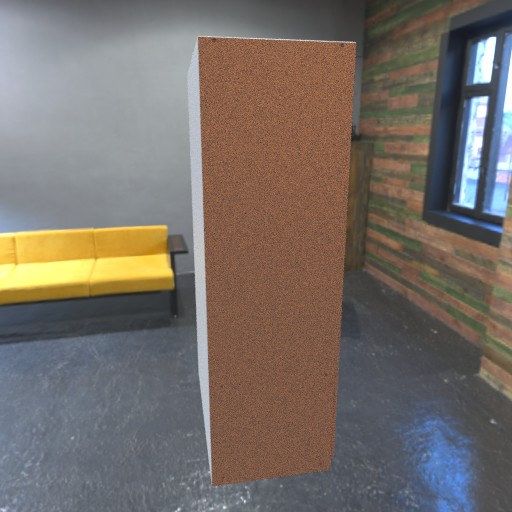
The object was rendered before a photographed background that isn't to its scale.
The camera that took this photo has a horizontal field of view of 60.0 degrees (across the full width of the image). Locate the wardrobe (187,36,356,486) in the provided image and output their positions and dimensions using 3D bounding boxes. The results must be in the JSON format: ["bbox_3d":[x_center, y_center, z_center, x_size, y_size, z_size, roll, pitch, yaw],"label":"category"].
[{"bbox_3d":[0.000,0.000,2.230,0.577,1.808,0.991,-3,16,-10],"label":"wardrobe"}]
